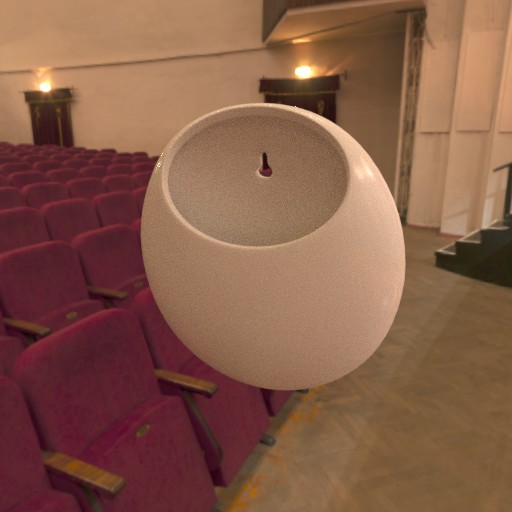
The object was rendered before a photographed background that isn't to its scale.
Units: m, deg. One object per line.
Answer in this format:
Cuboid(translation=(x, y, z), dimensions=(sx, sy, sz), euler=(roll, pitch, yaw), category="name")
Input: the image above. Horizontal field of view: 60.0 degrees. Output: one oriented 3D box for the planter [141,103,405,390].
Cuboid(translation=(0.000, 0.000, 0.287), dimensions=(0.185, 0.188, 0.043), euler=(7, 16, 25), category="planter")
